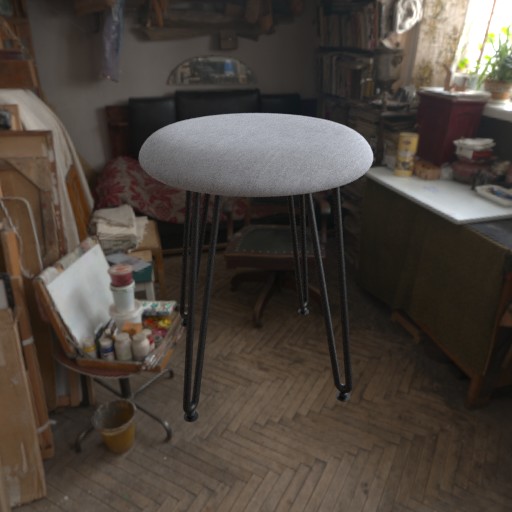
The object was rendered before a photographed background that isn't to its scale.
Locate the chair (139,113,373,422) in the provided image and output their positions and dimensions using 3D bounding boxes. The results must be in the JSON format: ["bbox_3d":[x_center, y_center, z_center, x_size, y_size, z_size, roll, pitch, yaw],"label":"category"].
[{"bbox_3d":[0.000,0.000,0.672,0.350,0.386,0.350,18,32,31],"label":"chair"}]
